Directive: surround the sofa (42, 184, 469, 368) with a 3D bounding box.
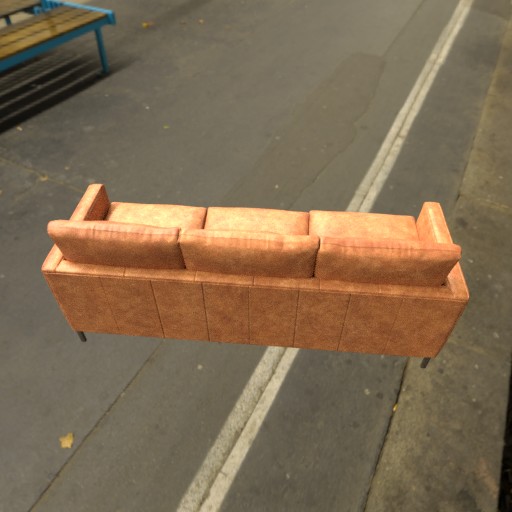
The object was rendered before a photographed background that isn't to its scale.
[{"bbox_3d":[0.000,0.000,2.435,2.029,0.863,0.748,4,45,4],"label":"sofa"}]
